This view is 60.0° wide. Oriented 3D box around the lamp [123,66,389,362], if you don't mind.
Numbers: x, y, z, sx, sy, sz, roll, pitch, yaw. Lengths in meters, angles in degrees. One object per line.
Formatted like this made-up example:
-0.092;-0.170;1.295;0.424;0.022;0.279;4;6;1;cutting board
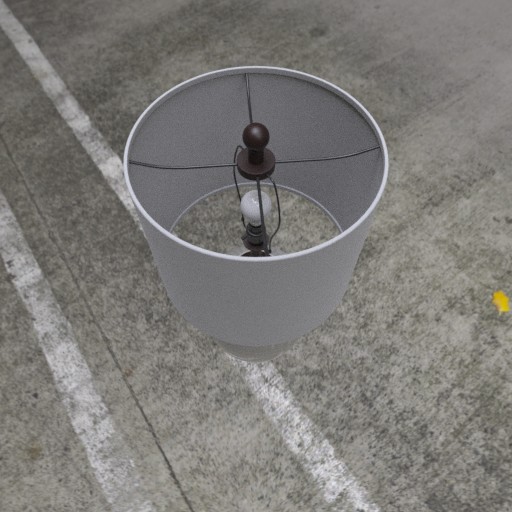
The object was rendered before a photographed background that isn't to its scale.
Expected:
0.000;0.000;0.748;0.318;0.567;0.318;0;58;0;lamp
